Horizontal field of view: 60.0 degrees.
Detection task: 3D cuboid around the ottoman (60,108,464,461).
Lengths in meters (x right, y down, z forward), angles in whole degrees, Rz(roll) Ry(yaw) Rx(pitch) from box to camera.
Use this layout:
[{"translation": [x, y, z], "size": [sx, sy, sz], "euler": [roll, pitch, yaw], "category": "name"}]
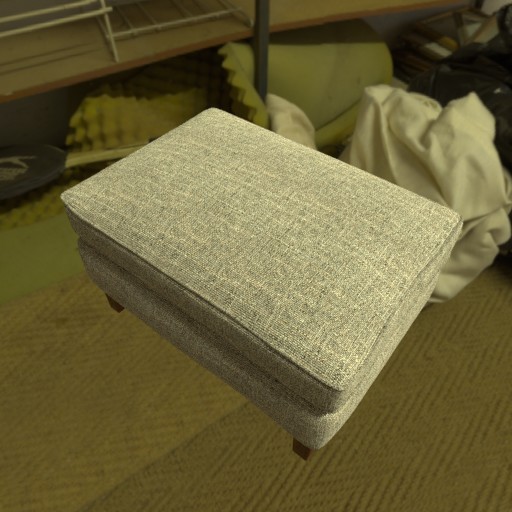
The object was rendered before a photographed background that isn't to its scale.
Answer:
[{"translation": [0.000, 0.000, 0.976], "size": [0.686, 0.406, 0.508], "euler": [31, 54, 25], "category": "ottoman"}]
